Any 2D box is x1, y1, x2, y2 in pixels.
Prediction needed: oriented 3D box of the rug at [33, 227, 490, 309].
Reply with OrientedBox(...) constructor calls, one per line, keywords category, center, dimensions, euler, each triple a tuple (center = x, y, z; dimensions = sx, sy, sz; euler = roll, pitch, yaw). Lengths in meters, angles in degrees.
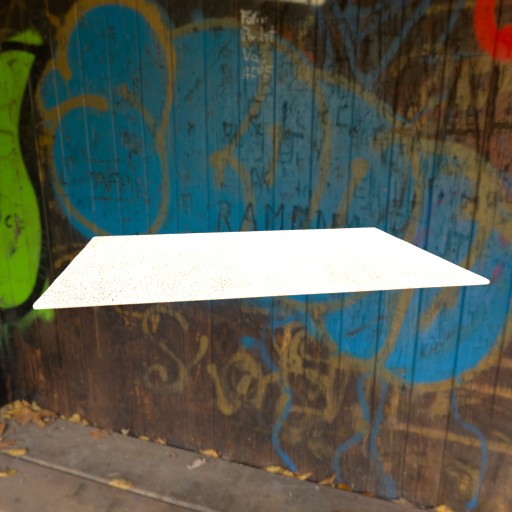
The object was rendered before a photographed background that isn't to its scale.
OrientedBox(category="rug", center=(0.000, 0.000, 3.455), dimensions=(2.743, 0.030, 1.778), euler=(-2, 15, -9))
